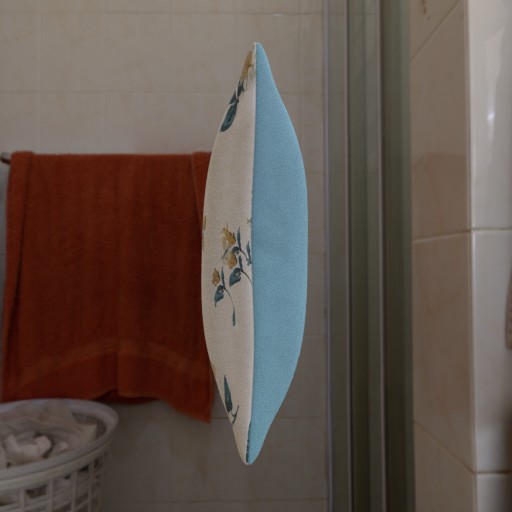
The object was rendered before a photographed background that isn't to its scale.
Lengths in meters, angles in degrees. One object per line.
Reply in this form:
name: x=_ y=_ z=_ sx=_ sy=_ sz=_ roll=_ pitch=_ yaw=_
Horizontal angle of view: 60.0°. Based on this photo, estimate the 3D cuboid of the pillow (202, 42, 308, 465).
pillow: x=0.000 y=0.000 z=0.790 sx=0.166 sy=0.507 sz=0.526 roll=0 pitch=-1 yaw=1
